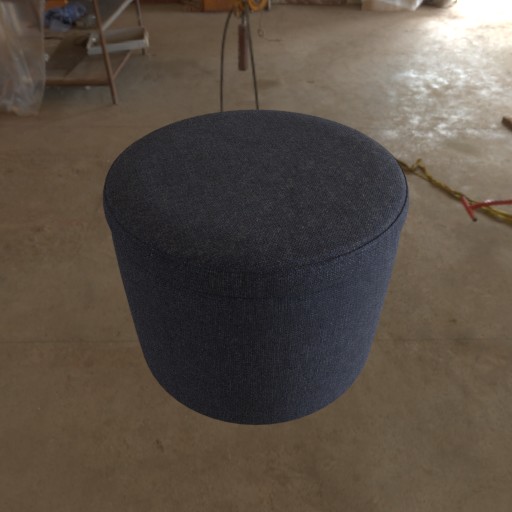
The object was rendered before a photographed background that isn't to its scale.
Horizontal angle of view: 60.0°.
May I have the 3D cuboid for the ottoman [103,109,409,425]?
[{"bbox_3d":[0.000,0.000,0.889,0.520,0.430,0.520,0,41,0],"label":"ottoman"}]
